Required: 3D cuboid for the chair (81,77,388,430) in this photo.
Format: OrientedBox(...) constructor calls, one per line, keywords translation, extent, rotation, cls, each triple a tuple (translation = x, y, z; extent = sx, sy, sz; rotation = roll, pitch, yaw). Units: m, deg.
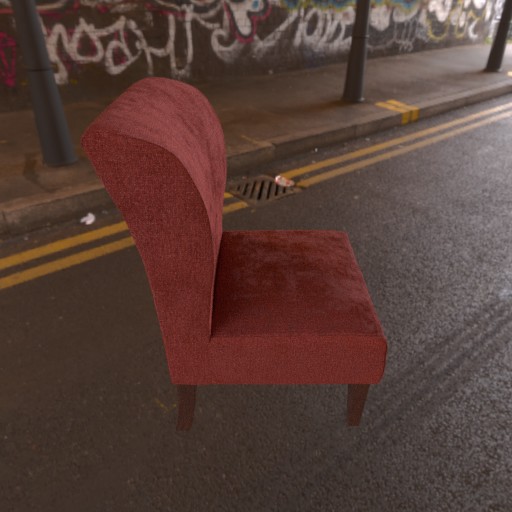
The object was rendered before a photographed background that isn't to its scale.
OrientedBox(translation=(0.000, 0.000, 1.209), extent=(0.640, 0.846, 0.538), rotation=(0, 32, 0), cls="chair")
